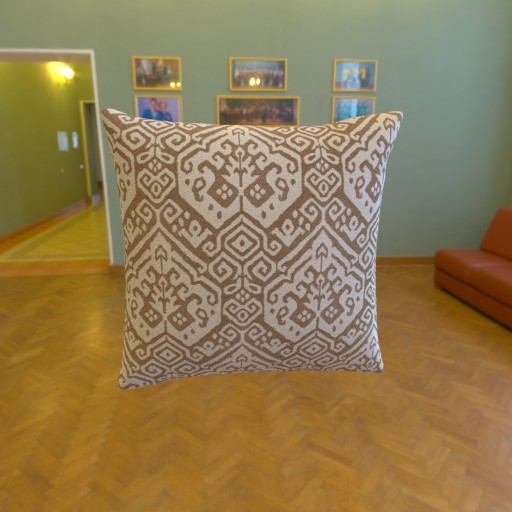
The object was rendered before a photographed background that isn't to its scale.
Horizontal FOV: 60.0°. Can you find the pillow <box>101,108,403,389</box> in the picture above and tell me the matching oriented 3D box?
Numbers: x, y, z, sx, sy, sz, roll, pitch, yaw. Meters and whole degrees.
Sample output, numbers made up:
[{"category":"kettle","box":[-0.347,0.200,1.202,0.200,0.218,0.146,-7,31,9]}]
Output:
[{"category":"pillow","box":[0.000,0.000,0.647,0.419,0.407,0.173,-2,15,-7]}]
